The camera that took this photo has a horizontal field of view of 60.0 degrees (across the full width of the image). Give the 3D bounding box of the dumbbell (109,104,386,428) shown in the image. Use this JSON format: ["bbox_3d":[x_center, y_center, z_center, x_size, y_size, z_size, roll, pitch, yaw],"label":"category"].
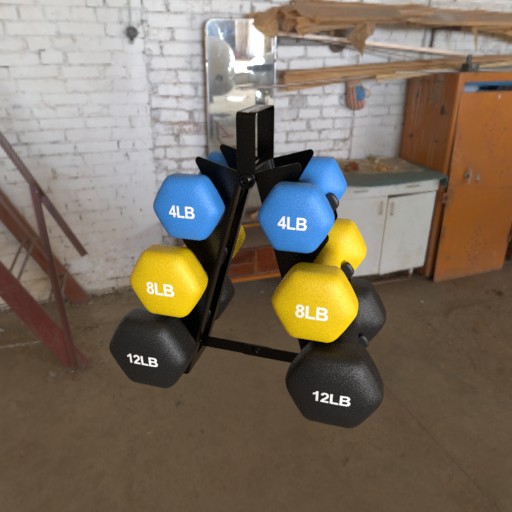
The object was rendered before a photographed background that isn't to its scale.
[{"bbox_3d":[0.000,0.000,0.668,0.409,0.426,0.255,7,26,15],"label":"dumbbell"}]
